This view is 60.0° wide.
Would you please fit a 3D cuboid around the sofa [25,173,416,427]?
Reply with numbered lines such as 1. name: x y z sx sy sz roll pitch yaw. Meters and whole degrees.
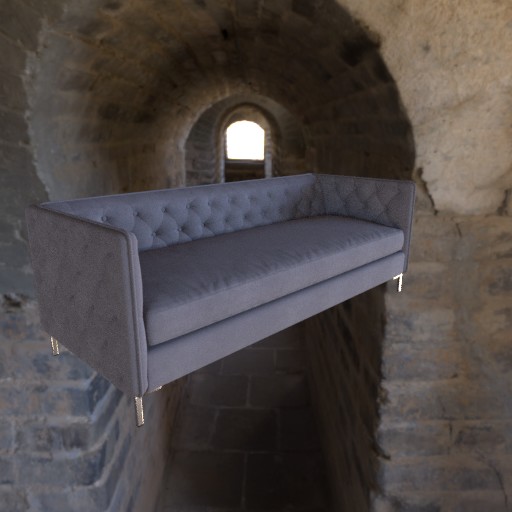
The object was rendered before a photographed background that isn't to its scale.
1. sofa: 0.000 0.000 2.579 0.895 0.771 2.209 15 22 42
